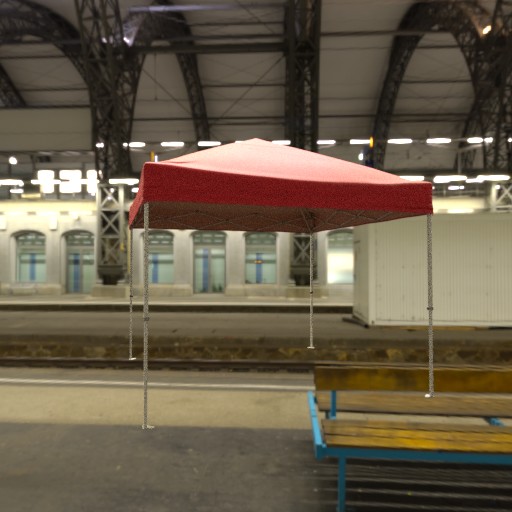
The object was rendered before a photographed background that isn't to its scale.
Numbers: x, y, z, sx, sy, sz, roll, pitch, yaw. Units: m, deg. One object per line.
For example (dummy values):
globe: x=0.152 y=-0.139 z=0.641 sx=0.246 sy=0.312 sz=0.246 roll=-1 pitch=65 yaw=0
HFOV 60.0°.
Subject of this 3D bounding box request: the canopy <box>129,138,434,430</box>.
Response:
canopy: x=0.000 y=0.000 z=5.619 sx=2.998 sy=2.997 sz=2.996 roll=0 pitch=-1 yaw=-18
